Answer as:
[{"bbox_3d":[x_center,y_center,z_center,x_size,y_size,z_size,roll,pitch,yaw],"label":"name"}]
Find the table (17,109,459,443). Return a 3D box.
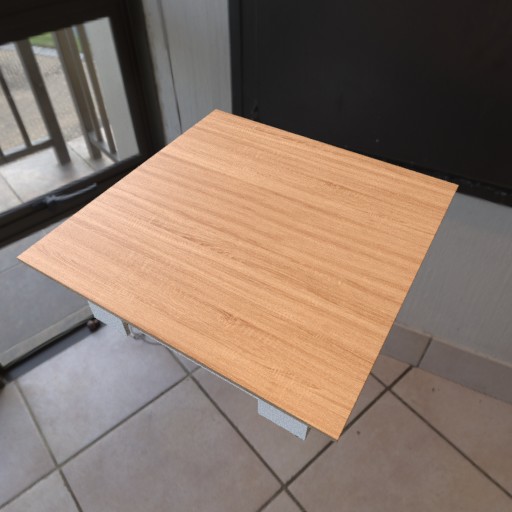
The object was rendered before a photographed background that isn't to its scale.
[{"bbox_3d":[0.000,0.000,1.344,0.890,0.305,0.890,24,51,21],"label":"table"}]
